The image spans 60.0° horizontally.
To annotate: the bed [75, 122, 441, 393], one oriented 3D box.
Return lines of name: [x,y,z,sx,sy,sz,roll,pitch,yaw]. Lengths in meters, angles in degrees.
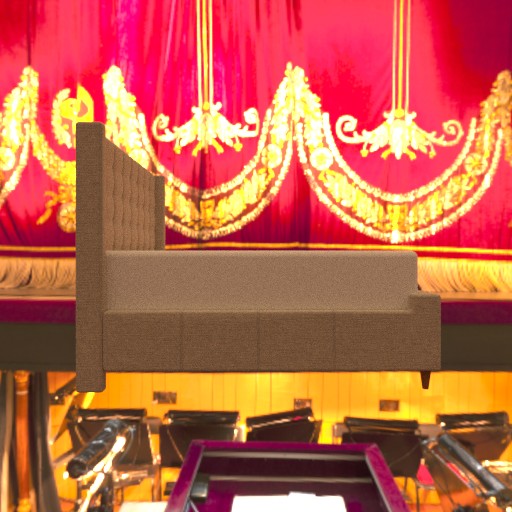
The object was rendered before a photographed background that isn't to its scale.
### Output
bed: [0.000,0.000,3.854,2.370,1.743,2.045,0,0,0]
